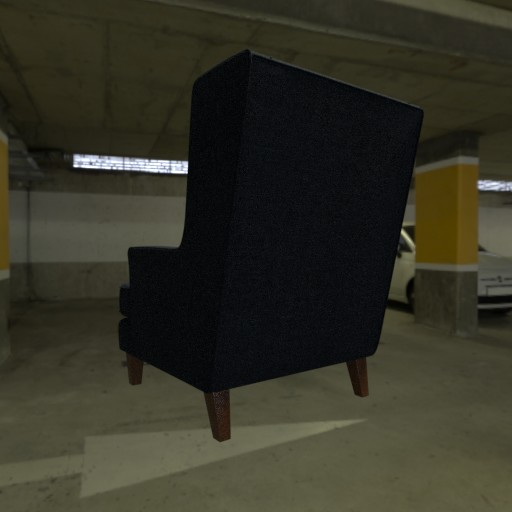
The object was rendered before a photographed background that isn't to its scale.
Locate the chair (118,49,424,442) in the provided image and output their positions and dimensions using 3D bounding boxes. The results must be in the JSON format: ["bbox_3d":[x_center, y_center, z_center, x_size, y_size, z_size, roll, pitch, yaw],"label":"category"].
[{"bbox_3d":[0.000,0.000,1.699,0.764,1.072,0.947,-1,1,-37],"label":"chair"}]
